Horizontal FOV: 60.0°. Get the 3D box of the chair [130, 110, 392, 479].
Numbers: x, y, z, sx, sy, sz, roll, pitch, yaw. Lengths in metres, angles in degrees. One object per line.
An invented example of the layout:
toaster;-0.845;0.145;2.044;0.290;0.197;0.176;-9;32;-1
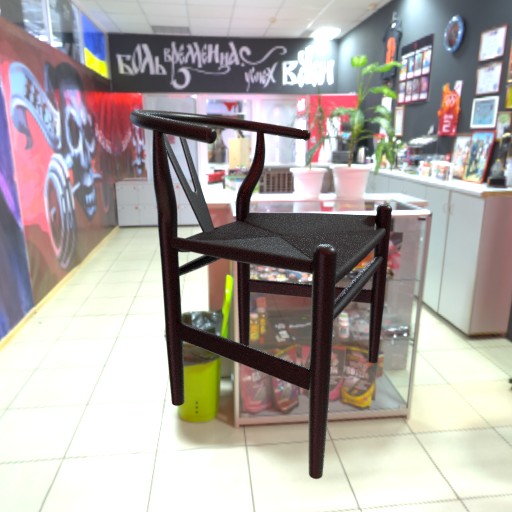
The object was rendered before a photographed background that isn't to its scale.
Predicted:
chair;0.000;0.000;1.153;0.579;0.730;0.569;8;17;26
